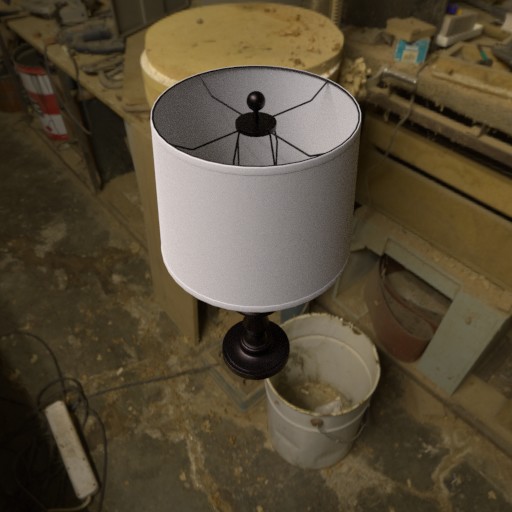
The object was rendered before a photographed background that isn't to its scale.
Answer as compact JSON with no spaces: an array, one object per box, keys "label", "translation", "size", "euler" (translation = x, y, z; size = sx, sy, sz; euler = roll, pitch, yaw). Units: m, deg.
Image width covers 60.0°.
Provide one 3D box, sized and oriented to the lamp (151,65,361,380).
[{"label":"lamp","translation":[0.000,0.000,0.946],"size":[0.383,0.726,0.383],"euler":[0,46,0]}]
